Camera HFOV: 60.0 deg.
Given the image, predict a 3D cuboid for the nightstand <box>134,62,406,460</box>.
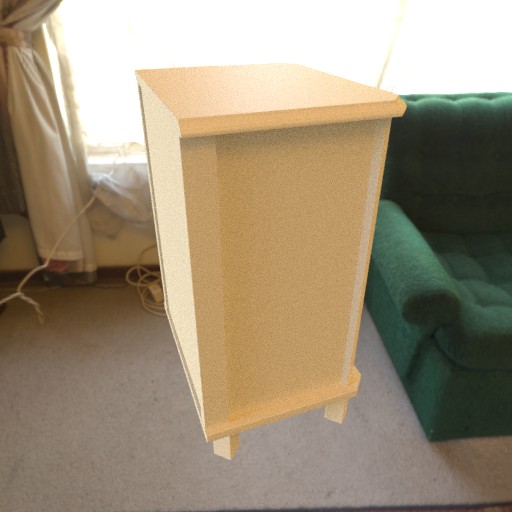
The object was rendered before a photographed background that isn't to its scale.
[{"bbox_3d":[0.000,0.000,0.917,0.351,0.681,0.435,-11,33,-17],"label":"nightstand"}]
